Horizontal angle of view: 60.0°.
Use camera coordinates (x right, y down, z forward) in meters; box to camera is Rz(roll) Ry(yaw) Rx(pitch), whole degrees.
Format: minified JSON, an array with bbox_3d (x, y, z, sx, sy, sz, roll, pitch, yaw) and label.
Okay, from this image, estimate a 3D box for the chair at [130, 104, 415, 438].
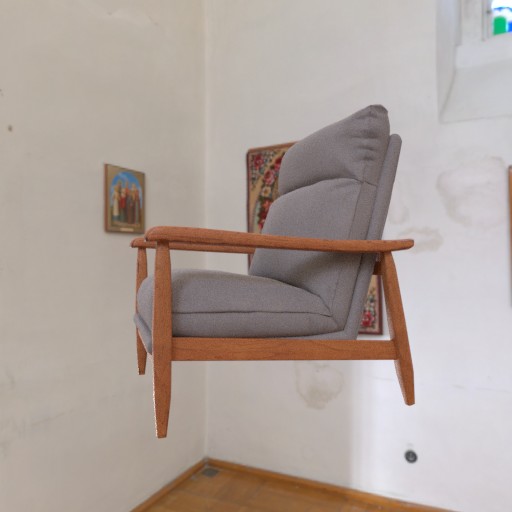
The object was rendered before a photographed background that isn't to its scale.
[{"bbox_3d":[0.000,0.000,1.548,0.816,0.922,0.782,0,0,-19],"label":"chair"}]
